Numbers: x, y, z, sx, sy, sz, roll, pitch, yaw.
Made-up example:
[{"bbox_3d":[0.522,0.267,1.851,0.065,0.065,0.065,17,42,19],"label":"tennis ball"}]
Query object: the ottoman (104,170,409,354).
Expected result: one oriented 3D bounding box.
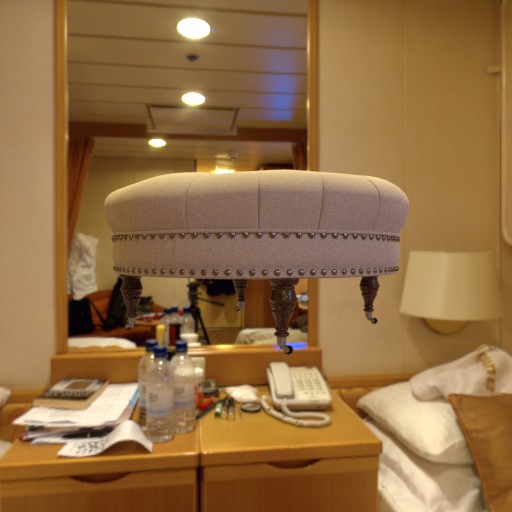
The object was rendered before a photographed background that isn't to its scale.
[{"bbox_3d":[0.000,0.000,1.381,0.901,0.439,0.901,0,0,0],"label":"ottoman"}]
